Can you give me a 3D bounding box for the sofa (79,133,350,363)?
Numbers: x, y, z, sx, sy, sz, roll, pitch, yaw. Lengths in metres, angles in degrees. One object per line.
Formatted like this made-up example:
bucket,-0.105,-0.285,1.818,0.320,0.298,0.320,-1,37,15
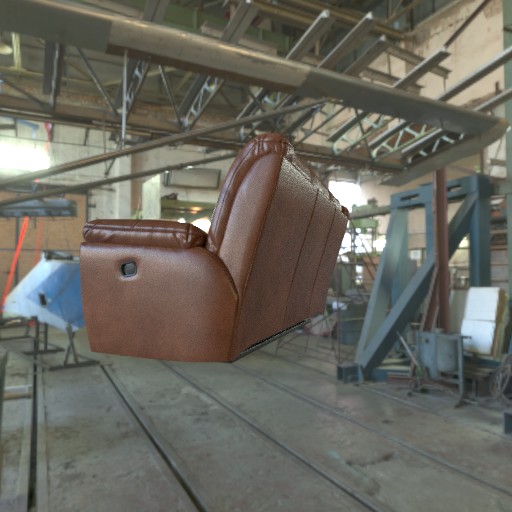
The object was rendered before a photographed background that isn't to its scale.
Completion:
sofa,0.000,0.000,2.925,0.991,1.043,2.337,-1,-2,18
